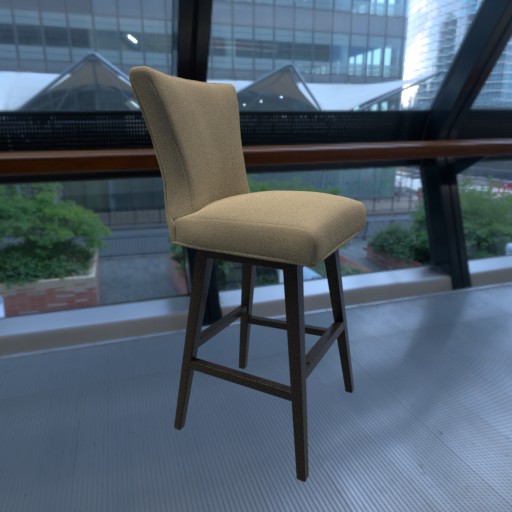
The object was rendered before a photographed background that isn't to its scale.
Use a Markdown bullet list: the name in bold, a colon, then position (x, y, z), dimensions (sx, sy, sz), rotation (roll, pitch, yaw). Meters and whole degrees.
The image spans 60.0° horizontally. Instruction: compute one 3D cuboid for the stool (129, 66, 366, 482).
- **stool**: position (0.000, 0.000, 1.402), dimensions (0.574, 1.086, 0.514), rotation (7, 17, 26)
